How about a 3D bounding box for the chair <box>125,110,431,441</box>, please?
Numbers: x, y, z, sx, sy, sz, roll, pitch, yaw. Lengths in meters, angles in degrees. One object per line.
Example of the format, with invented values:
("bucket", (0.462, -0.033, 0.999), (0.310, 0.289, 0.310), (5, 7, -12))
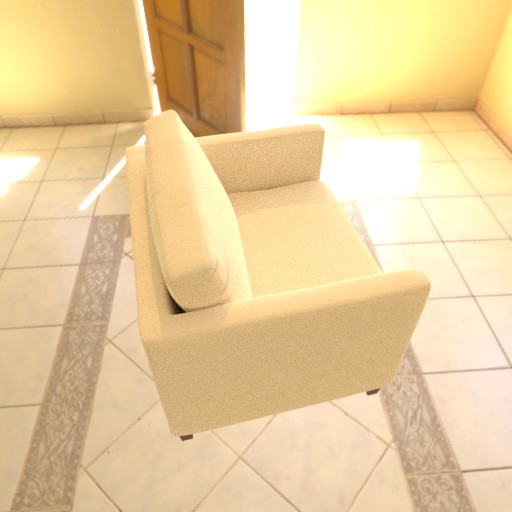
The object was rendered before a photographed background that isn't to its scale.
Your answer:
("chair", (0.000, 0.000, 1.726), (0.878, 0.885, 1.019), (-10, 46, -10))
